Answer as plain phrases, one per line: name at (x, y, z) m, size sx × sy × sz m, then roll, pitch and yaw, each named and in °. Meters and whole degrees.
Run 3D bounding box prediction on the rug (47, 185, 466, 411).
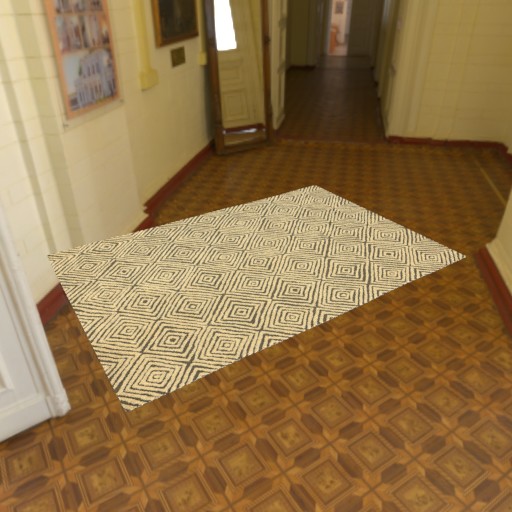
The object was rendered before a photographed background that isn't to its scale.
rug at (0.000, 0.000, 2.225) m, size 1.750 × 0.004 × 1.177 m, roll -18°, pitch 35°, yaw -28°
